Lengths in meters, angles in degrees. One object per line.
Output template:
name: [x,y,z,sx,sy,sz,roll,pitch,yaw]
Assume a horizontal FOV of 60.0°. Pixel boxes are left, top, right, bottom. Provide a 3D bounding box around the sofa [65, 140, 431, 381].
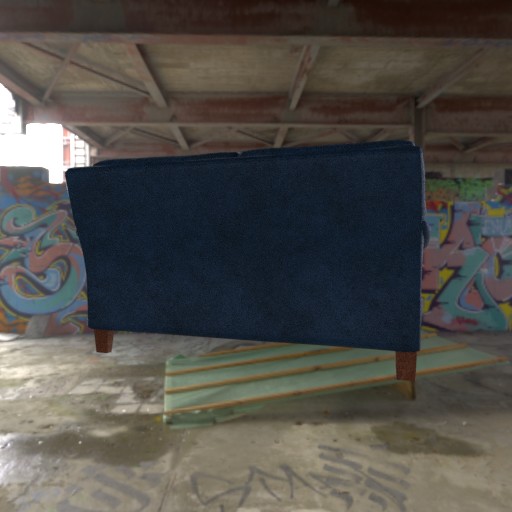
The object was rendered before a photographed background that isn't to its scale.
sofa: [0.000,0.000,2.567,1.853,1.101,1.084,1,2,18]
